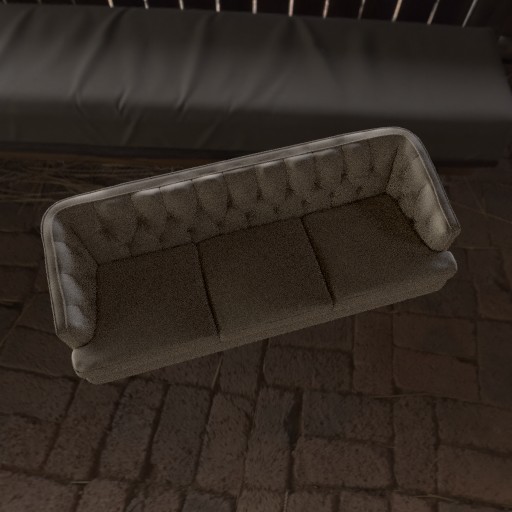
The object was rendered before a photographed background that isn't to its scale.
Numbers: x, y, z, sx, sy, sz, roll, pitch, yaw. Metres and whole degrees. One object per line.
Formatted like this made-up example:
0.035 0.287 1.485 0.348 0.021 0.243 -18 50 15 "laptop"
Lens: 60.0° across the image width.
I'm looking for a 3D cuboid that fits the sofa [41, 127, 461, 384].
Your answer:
0.000 0.000 2.685 2.235 0.788 0.913 -14 65 -7 "sofa"
